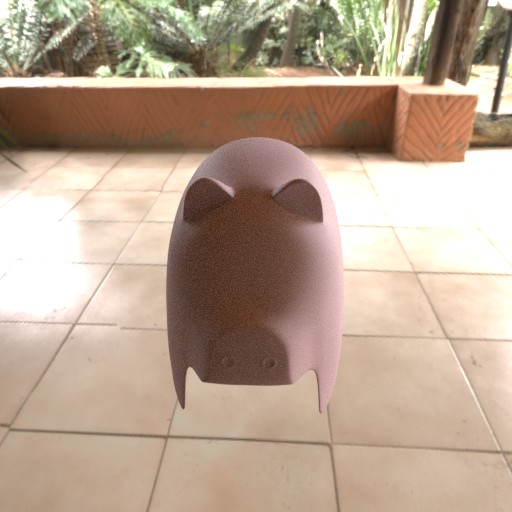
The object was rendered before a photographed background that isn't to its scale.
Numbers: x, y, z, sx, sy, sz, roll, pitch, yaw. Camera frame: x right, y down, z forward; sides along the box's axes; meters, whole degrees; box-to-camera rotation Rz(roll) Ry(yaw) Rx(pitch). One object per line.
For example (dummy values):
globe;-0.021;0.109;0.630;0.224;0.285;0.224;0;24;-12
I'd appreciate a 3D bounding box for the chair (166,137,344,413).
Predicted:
chair;0.000;0.000;0.872;0.364;0.423;0.619;1;30;2
